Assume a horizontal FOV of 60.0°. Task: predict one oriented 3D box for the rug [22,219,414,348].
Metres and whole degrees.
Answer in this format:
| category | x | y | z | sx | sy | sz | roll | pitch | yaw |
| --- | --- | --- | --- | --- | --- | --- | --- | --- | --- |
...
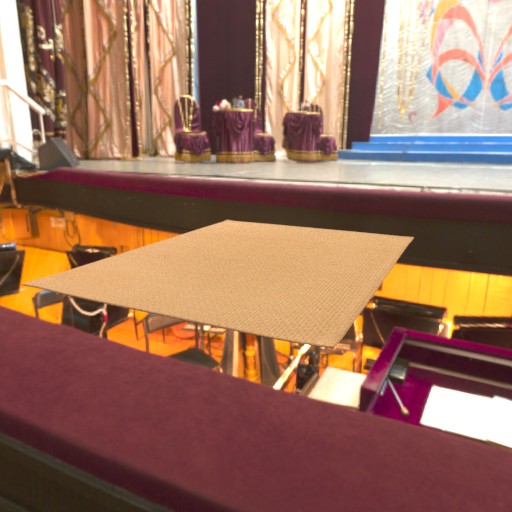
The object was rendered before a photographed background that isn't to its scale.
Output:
| category | x | y | z | sx | sy | sz | roll | pitch | yaw |
| --- | --- | --- | --- | --- | --- | --- | --- | --- | --- |
| rug | 0.000 | 0.000 | 3.896 | 2.277 | 0.035 | 2.897 | 7 | 16 | 25 |
